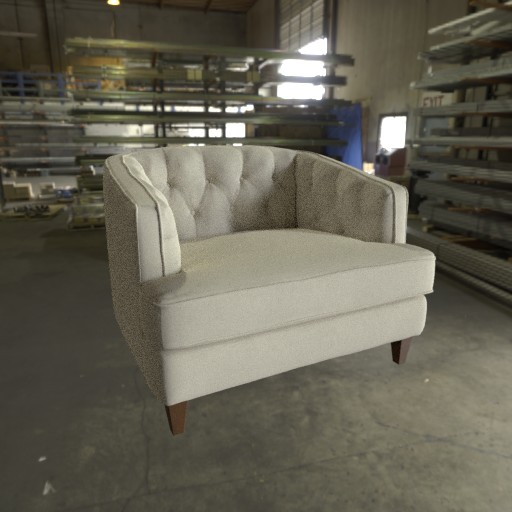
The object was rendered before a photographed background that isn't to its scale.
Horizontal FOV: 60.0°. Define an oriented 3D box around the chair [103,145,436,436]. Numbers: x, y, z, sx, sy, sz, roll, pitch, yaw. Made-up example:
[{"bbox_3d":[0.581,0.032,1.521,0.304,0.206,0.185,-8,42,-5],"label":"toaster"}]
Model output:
[{"bbox_3d":[0.000,0.000,1.793,1.104,0.852,0.941,-8,17,-27],"label":"chair"}]
